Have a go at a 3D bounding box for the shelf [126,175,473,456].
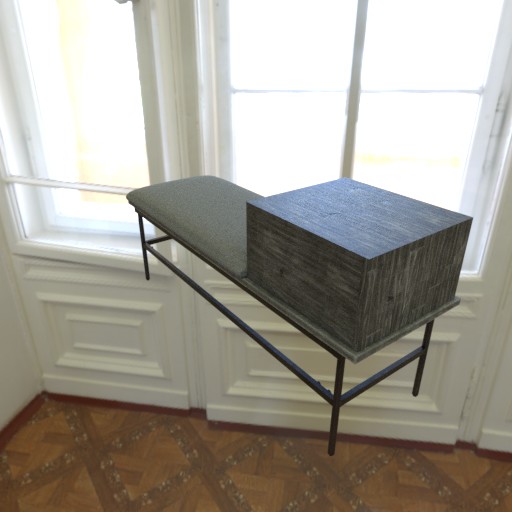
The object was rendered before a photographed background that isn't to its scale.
[{"bbox_3d":[0.000,0.000,1.636,0.457,0.633,1.342,-18,32,-32],"label":"shelf"}]
